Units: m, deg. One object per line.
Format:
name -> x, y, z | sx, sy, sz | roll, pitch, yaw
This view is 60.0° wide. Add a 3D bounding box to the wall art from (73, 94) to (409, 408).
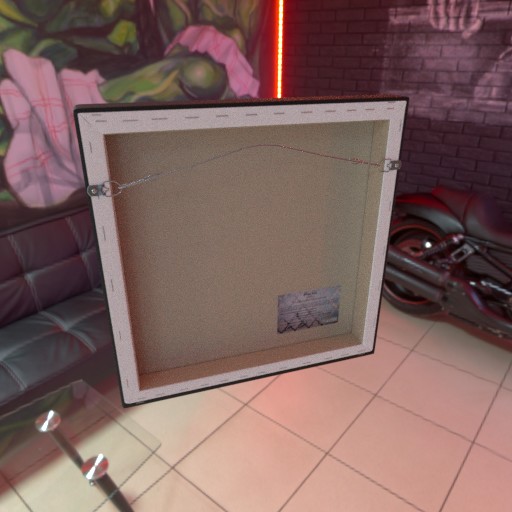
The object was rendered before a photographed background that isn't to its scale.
wall art -> 0.000, 0.000, 0.610 | 0.406, 0.407, 0.041 | -8, 26, -16
